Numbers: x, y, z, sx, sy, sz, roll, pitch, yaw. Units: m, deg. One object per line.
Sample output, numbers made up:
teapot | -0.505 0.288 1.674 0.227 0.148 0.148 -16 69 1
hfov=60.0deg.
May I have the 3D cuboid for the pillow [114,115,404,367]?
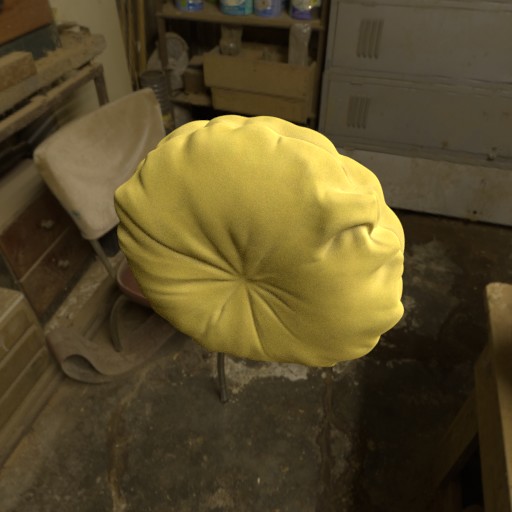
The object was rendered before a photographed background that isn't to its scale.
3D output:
pillow | 0.000 0.000 0.644 0.428 0.407 0.148 12 43 13
